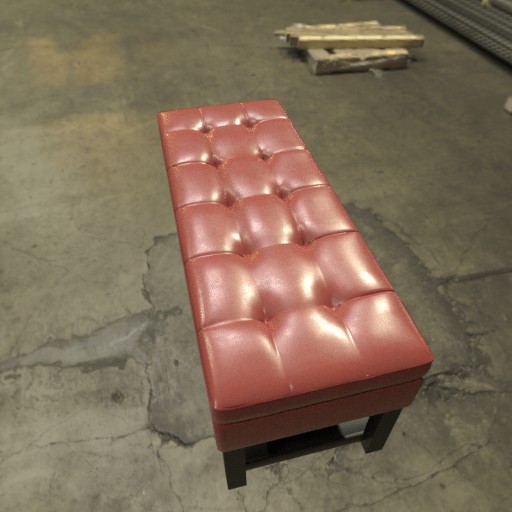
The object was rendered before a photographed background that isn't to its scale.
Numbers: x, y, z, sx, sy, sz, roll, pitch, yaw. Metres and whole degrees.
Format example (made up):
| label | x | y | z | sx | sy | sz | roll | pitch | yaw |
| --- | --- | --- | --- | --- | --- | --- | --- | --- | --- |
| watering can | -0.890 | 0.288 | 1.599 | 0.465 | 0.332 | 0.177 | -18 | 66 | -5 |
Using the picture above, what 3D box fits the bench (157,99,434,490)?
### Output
| label | x | y | z | sx | sy | sz | roll | pitch | yaw |
| --- | --- | --- | --- | --- | --- | --- | --- | --- | --- |
| bench | 0.000 | 0.000 | 1.309 | 0.432 | 0.460 | 1.105 | -10 | 46 | -10 |
